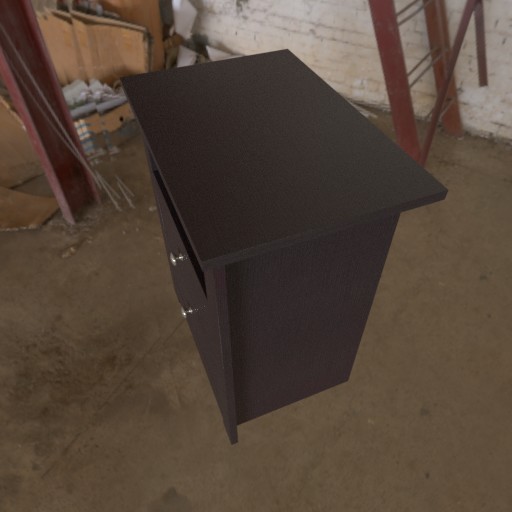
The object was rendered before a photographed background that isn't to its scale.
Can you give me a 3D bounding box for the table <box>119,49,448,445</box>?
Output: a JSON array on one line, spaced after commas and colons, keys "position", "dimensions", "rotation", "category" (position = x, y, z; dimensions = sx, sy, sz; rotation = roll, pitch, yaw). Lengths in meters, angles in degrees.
[{"position": [0.000, 0.000, 1.084], "dimensions": [0.408, 0.711, 0.589], "rotation": [-17, 49, -15], "category": "table"}]
